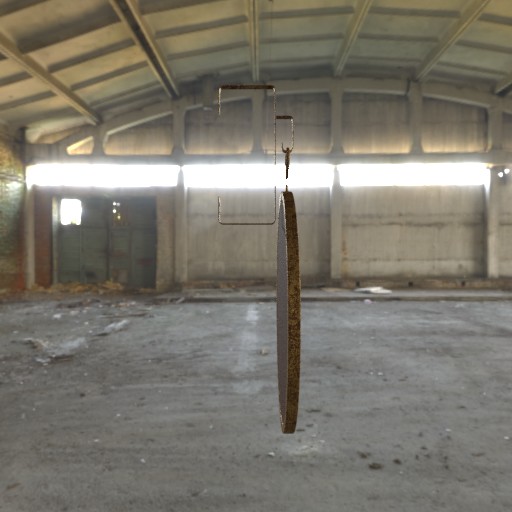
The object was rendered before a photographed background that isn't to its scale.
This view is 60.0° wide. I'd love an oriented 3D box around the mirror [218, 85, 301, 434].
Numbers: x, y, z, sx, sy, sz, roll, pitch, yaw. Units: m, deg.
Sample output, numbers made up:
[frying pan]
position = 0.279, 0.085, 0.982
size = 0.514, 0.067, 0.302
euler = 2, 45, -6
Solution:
[mirror]
position = 0.000, 0.000, 0.854
size = 0.144, 0.651, 0.447
euler = 0, 0, 1
